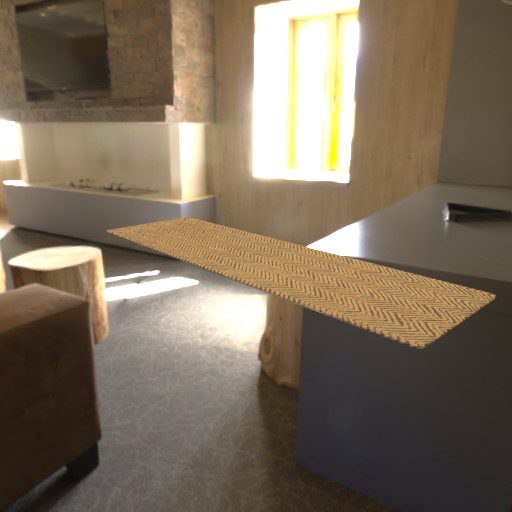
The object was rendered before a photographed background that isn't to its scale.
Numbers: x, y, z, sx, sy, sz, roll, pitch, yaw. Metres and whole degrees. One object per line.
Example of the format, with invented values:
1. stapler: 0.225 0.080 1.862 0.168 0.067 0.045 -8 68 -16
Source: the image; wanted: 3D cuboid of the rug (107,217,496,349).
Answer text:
1. rug: 0.000 0.000 2.461 0.686 0.008 2.286 -15 22 -41
